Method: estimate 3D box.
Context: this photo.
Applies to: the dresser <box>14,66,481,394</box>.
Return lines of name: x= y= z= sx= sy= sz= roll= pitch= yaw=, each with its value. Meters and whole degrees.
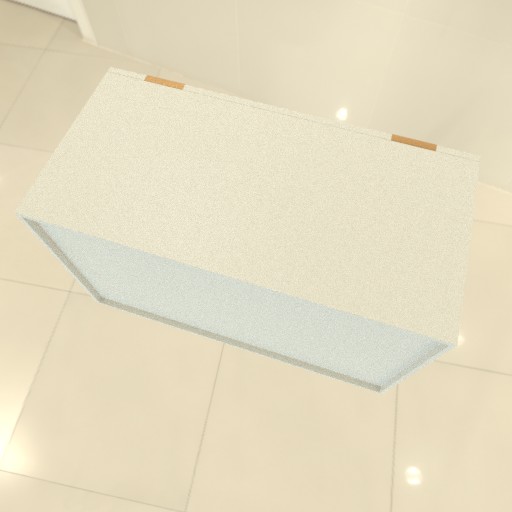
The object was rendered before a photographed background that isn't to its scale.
dresser: x=0.000 y=0.000 z=1.274 sx=0.905 sy=0.721 sz=0.457 roll=16 pitch=65 yaw=8
